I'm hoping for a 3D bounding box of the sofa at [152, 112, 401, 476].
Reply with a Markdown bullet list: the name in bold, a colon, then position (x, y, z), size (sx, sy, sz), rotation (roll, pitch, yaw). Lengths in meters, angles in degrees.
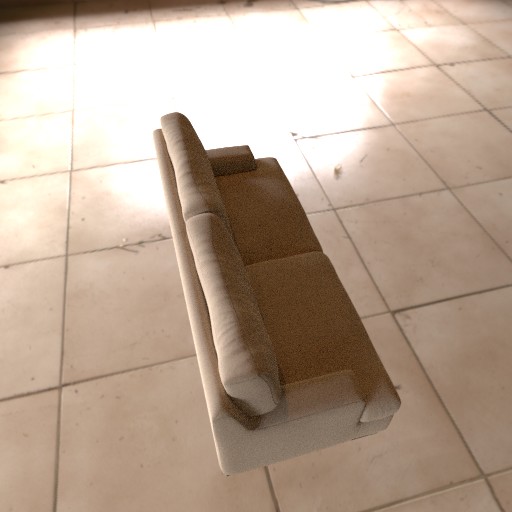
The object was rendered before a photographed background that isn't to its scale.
- **sofa**: position (0.000, 0.000, 2.688), size (0.929, 0.925, 2.147), rotation (-11, 49, -10)
